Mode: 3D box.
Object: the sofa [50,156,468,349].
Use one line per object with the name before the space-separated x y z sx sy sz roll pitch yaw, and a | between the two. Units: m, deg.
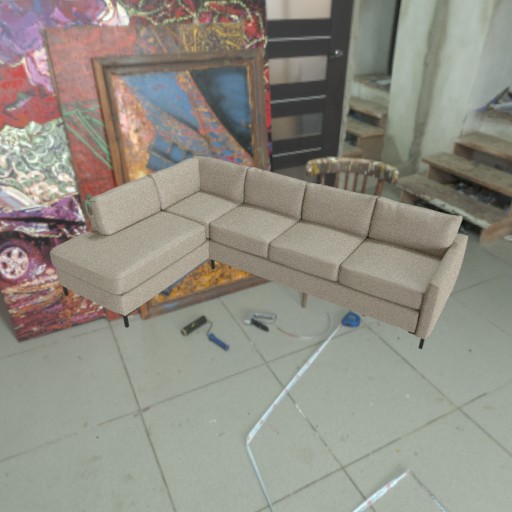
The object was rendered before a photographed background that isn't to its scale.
sofa | 0.000 0.000 3.082 2.423 0.703 1.617 19 36 28
